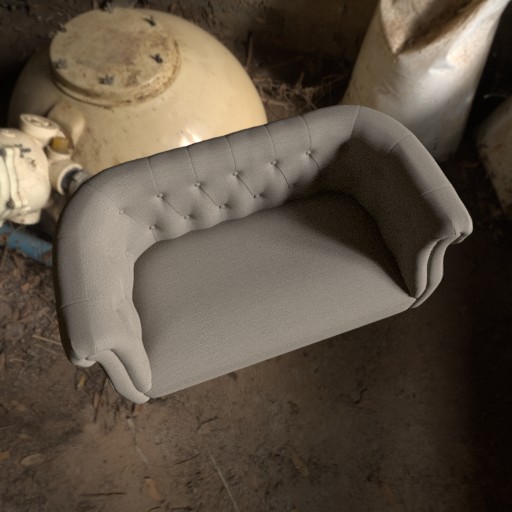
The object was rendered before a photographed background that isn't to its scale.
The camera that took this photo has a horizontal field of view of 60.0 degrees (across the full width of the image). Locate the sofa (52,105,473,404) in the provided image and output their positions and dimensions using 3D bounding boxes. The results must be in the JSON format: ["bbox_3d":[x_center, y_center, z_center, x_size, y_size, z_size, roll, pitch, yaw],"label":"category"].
[{"bbox_3d":[0.000,0.000,1.997,1.558,0.827,0.835,-18,67,-8],"label":"sofa"}]
